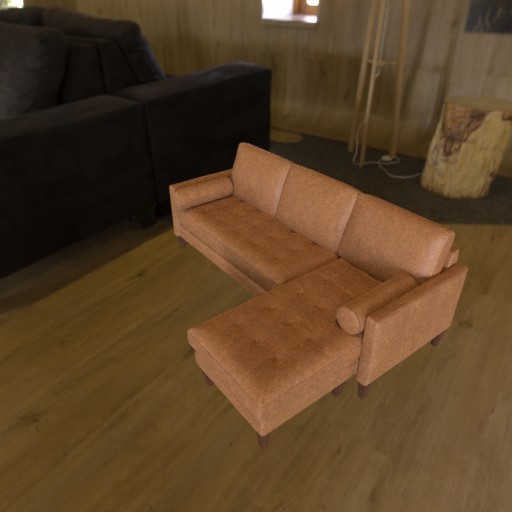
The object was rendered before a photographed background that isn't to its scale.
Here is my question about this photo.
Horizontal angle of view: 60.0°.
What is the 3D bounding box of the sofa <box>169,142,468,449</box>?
[{"bbox_3d":[0.000,0.000,3.034,1.506,0.876,2.178,-22,38,-31],"label":"sofa"}]
